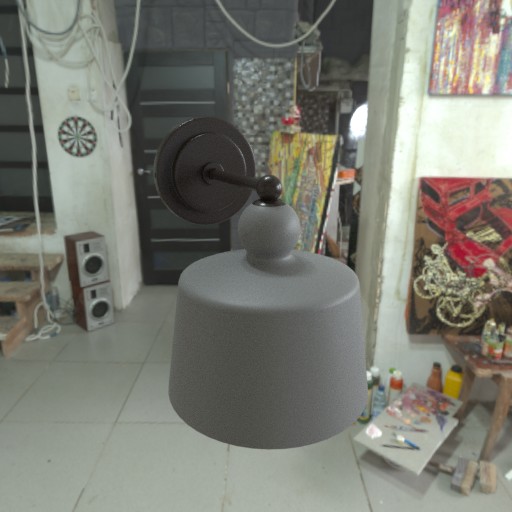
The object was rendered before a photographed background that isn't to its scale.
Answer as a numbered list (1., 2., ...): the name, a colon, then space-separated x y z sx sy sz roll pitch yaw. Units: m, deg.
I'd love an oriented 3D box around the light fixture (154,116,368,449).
1. light fixture: 0.000 0.000 0.446 0.204 0.268 0.254 -9 19 -28
